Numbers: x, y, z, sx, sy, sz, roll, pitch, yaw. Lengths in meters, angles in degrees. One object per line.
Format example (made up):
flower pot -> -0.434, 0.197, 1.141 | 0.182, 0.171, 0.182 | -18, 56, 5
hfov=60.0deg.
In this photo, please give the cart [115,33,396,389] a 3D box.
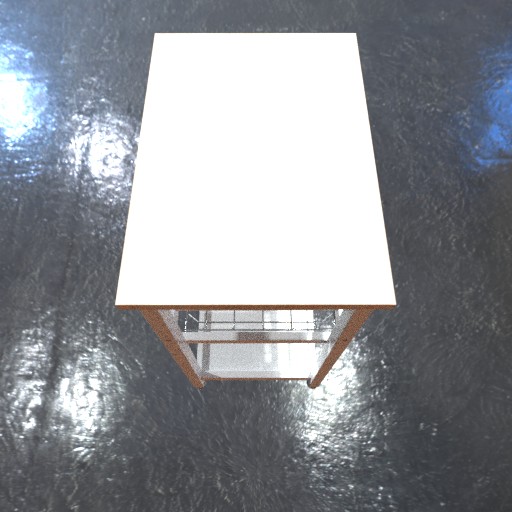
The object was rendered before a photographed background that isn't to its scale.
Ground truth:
cart -> 0.000, 0.000, 1.149 | 0.406, 0.857, 0.578 | 0, 64, 0
